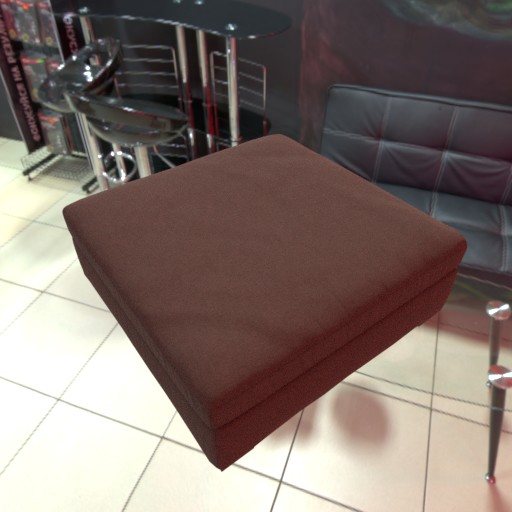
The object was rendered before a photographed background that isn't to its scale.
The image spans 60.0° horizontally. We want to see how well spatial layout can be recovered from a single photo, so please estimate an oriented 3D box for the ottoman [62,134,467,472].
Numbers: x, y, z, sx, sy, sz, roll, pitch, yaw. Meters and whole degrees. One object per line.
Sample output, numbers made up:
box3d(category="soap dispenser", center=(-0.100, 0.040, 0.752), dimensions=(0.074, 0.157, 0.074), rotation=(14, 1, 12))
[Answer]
box3d(category="ottoman", center=(0.000, 0.000, 1.858), dimensions=(1.181, 0.470, 1.181), rotation=(-26, 47, -27))
